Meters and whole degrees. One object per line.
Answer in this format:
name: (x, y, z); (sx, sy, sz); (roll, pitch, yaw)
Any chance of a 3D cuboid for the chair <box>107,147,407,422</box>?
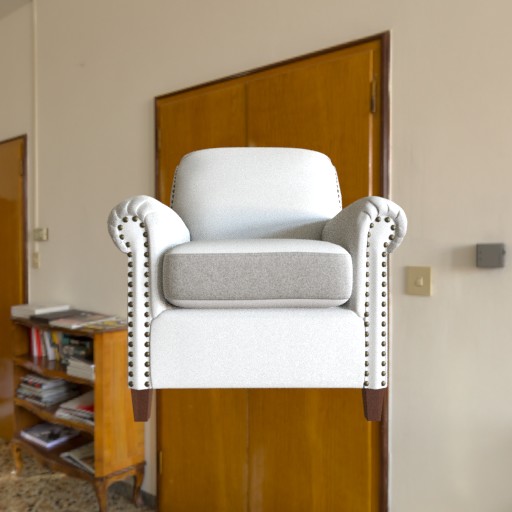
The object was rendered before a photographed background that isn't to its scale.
chair: (0.000, 0.000, 1.628); (0.854, 0.927, 0.890); (0, 1, 0)
